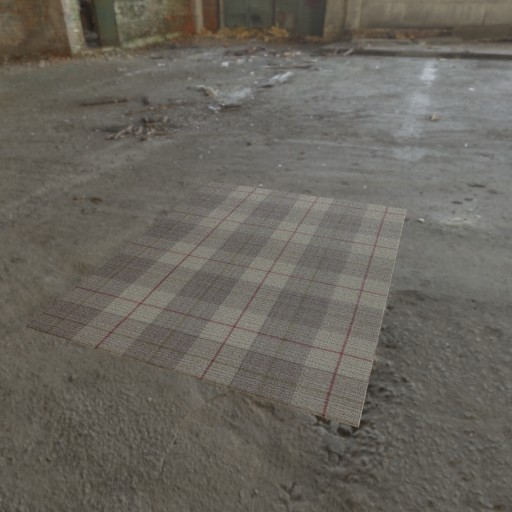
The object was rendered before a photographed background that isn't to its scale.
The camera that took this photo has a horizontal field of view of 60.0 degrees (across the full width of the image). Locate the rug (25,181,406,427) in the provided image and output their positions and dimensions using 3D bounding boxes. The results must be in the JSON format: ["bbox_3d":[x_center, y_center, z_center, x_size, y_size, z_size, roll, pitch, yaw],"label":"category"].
[{"bbox_3d":[0.000,0.000,3.928,2.317,0.016,2.959,11,33,18],"label":"rug"}]
